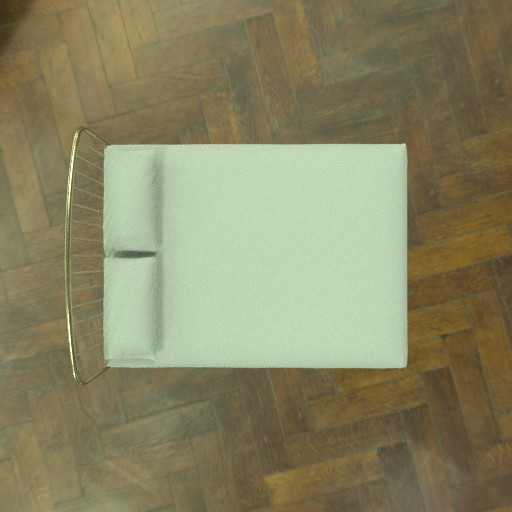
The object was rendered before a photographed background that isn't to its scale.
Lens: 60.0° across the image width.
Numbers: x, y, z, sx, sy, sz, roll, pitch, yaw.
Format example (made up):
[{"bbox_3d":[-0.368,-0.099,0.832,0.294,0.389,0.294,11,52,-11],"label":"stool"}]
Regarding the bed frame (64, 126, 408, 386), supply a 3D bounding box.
[{"bbox_3d":[0.000,0.000,3.062,2.152,1.175,1.612,0,90,1],"label":"bed frame"}]
